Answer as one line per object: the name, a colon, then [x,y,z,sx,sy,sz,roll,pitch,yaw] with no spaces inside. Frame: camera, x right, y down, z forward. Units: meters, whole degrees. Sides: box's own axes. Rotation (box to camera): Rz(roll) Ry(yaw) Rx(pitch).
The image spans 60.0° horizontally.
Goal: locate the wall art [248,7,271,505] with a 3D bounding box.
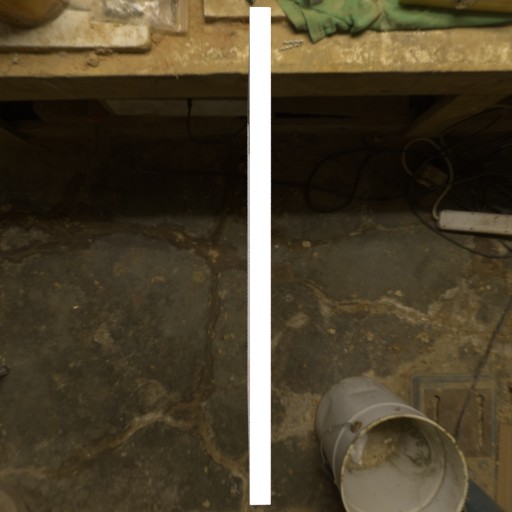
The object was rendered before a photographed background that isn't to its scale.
wall art: [0.000,0.000,1.119,0.038,0.609,0.914,0,90,-1]
